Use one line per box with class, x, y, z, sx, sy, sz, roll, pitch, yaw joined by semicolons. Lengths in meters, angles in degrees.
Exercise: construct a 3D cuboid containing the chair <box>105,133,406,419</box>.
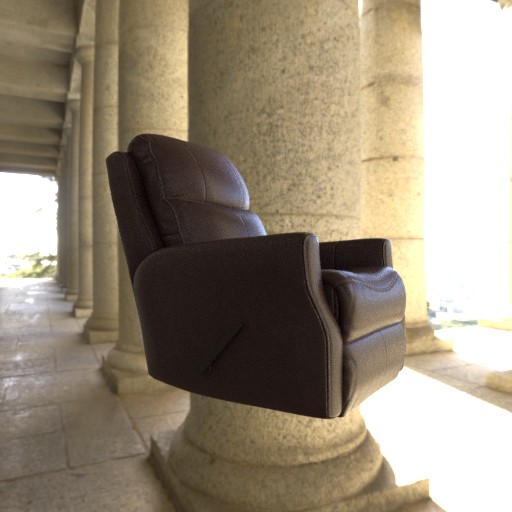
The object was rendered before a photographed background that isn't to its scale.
chair;0.000;0.000;1.803;1.080;1.030;0.829;0;1;35
